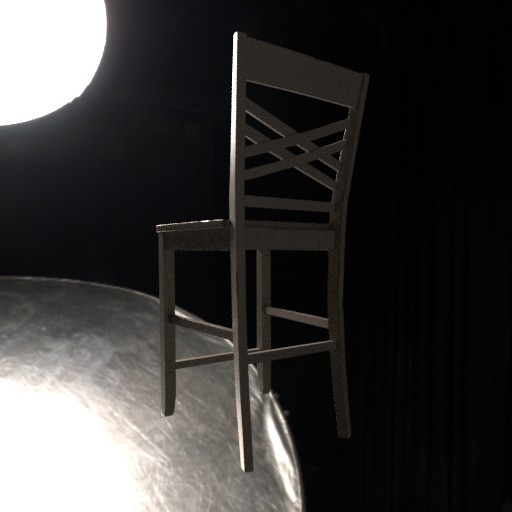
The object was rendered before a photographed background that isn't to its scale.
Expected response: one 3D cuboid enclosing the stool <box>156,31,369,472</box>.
[{"bbox_3d":[0.000,0.000,1.394,0.462,1.079,0.539,-1,1,-35],"label":"stool"}]
